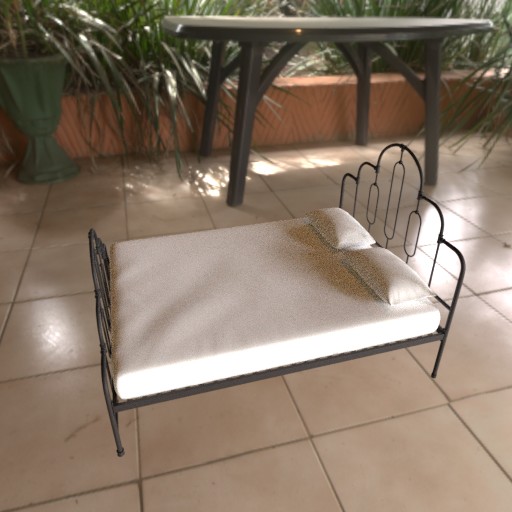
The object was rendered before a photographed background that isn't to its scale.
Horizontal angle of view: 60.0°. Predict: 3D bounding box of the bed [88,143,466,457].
[{"bbox_3d":[0.000,0.000,3.152,2.163,1.429,1.640,-9,31,-14],"label":"bed"}]
